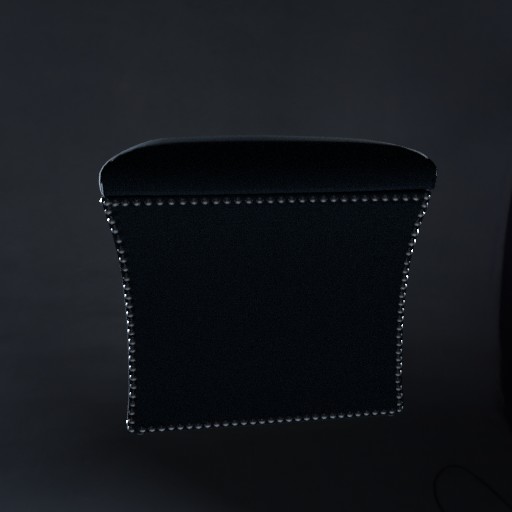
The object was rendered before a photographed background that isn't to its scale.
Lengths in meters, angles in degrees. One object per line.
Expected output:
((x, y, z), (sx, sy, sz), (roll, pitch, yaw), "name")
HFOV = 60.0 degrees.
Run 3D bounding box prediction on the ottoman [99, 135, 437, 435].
((0.000, 0.000, 0.905), (0.507, 0.475, 0.497), (-2, 16, -6), "ottoman")
